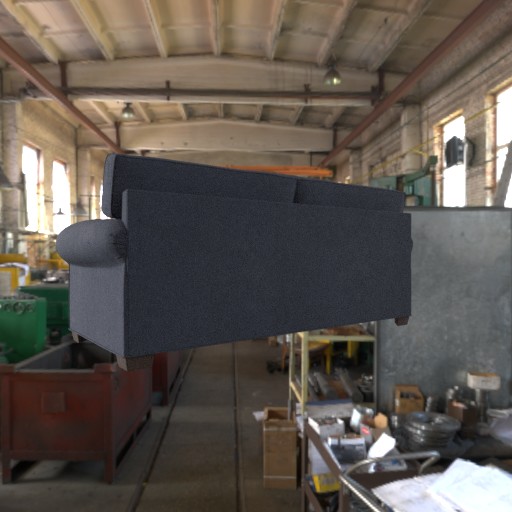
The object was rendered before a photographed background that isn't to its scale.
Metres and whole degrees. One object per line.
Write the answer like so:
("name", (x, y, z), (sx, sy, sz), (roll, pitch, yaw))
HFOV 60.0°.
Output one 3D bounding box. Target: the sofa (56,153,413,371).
("sofa", (0.000, 0.000, 3.004), (2.391, 1.026, 0.954), (-1, 1, -37))
